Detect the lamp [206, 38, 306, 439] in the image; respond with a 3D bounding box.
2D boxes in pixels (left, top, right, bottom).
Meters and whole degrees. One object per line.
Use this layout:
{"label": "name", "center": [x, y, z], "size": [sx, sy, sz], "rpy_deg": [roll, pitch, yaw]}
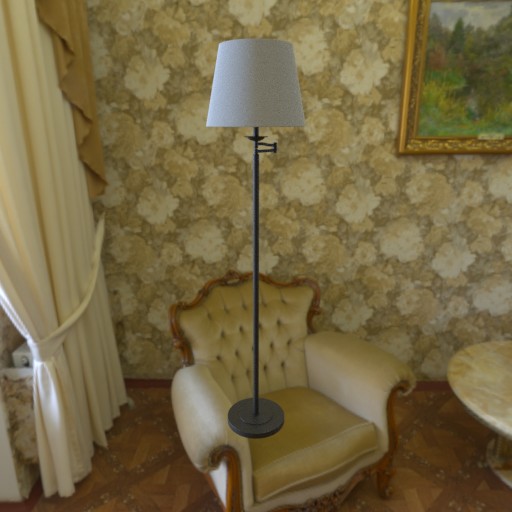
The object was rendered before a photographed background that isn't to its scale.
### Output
{"label": "lamp", "center": [0.000, 0.000, 1.696], "size": [0.348, 1.473, 0.348], "rpy_deg": [-16, 23, -42]}
